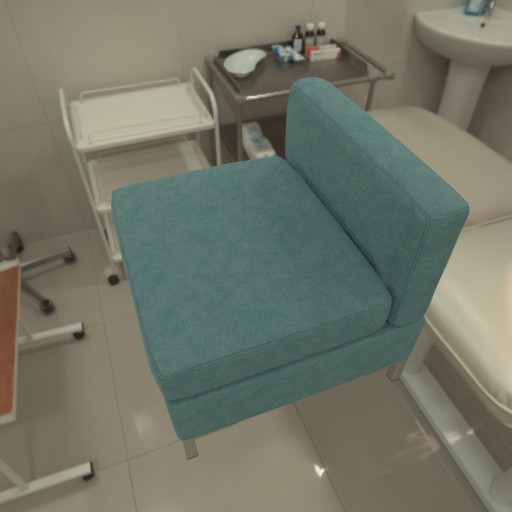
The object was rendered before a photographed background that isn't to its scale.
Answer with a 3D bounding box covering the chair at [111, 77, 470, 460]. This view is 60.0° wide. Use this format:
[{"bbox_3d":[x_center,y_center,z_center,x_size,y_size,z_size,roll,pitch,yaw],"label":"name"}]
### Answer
[{"bbox_3d":[0.000,0.000,1.213,0.685,0.660,0.684,-15,47,-15],"label":"chair"}]
